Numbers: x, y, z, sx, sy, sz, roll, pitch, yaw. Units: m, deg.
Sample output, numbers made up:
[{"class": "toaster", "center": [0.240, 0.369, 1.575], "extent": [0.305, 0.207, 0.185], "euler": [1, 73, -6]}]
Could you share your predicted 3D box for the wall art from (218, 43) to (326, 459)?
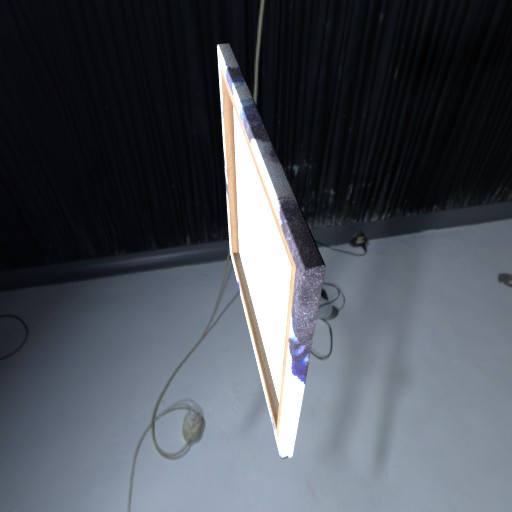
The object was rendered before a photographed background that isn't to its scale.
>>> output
[{"class": "wall art", "center": [0.000, 0.000, 1.322], "extent": [0.038, 0.885, 0.887], "euler": [-9, 48, -8]}]
